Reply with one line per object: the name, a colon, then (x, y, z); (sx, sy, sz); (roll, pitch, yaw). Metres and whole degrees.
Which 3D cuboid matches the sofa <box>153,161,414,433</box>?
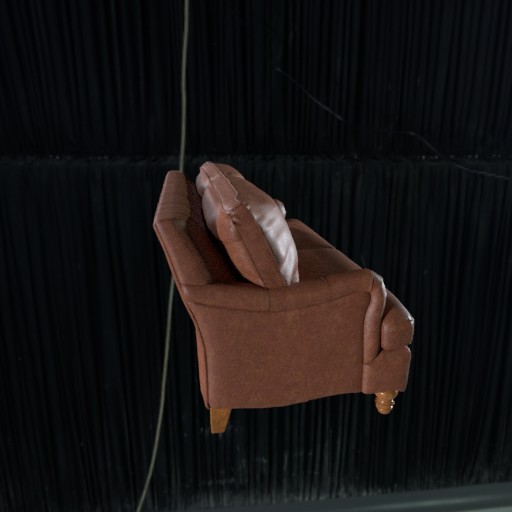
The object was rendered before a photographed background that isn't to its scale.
sofa: (0.000, 0.000, 2.873); (1.147, 1.071, 2.144); (-3, 16, -9)
